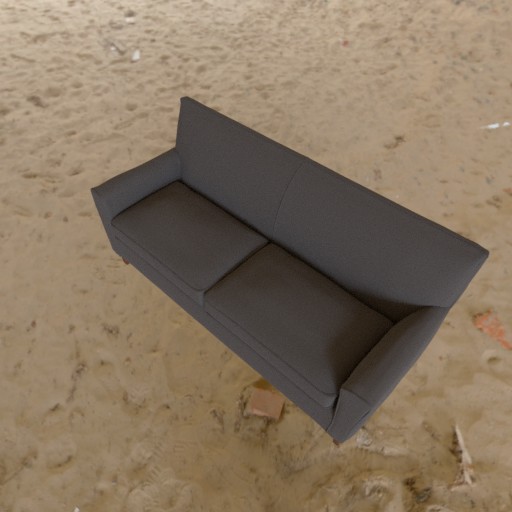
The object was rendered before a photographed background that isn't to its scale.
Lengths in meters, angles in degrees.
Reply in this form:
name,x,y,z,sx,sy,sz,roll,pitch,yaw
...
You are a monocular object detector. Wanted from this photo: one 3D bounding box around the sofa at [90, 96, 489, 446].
name,x,y,z,sx,sy,sz,roll,pitch,yaw
sofa,0.000,0.000,2.484,2.002,0.907,0.843,35,56,27
